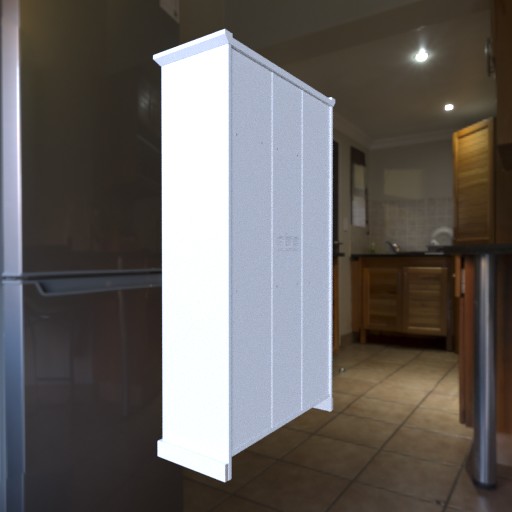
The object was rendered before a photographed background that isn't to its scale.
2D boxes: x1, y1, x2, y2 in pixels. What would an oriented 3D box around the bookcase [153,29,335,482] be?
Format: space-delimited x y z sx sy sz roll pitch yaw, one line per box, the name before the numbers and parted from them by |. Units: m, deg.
bookcase | 0.000 0.000 2.383 0.432 1.880 1.050 1 1 35
